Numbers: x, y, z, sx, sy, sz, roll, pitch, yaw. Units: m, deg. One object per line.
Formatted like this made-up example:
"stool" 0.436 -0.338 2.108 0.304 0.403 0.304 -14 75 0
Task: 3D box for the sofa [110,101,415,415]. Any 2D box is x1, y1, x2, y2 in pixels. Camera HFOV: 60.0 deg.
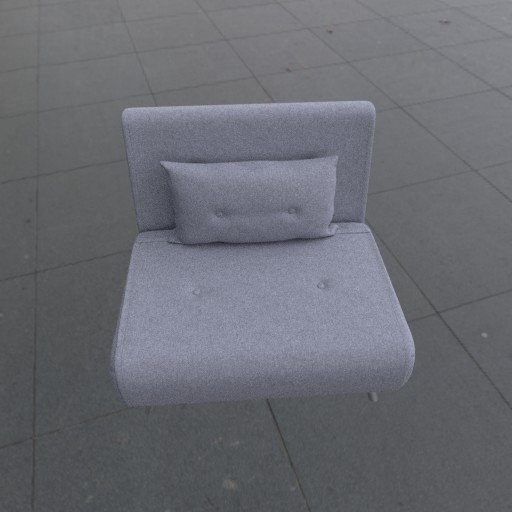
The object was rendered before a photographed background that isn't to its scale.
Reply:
"sofa" 0.000 0.000 1.737 1.020 0.825 1.000 -3 46 -3
